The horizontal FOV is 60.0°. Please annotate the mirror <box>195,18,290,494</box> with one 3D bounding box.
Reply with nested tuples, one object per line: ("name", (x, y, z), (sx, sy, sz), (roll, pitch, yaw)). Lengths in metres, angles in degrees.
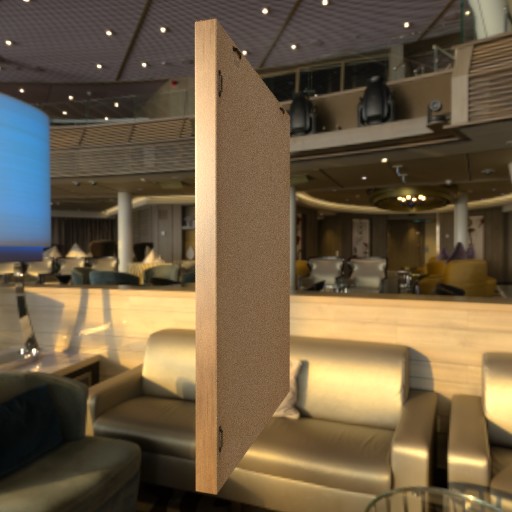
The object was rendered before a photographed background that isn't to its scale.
("mirror", (0.000, 0.000, 0.907), (0.039, 0.711, 0.508), (0, 1, 17))
